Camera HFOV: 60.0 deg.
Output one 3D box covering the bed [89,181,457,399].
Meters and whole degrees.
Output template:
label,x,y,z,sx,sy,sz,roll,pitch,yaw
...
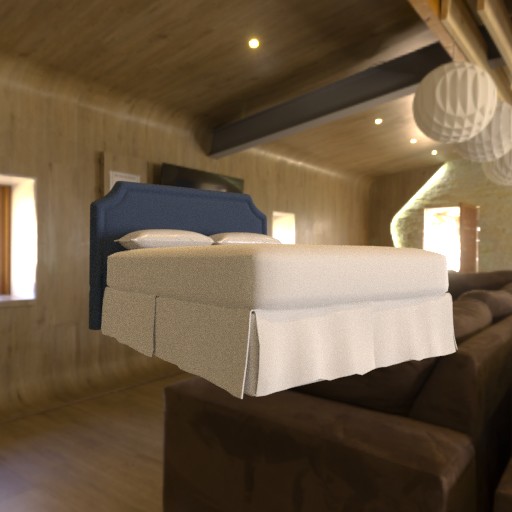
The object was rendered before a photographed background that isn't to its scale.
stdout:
label,x,y,z,sx,sy,sz,roll,pitch,yaw
bed,0.000,0.000,3.339,1.831,1.297,2.260,0,0,-36
